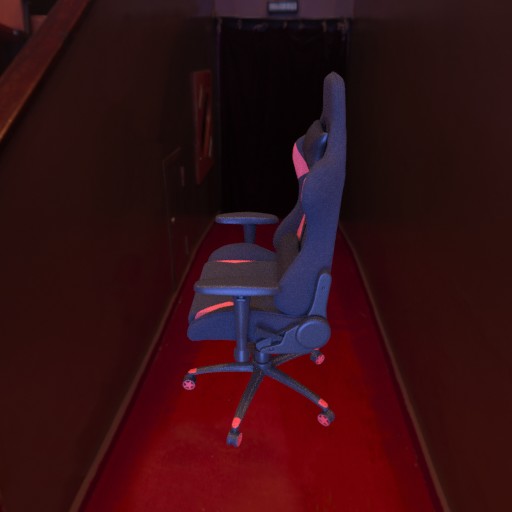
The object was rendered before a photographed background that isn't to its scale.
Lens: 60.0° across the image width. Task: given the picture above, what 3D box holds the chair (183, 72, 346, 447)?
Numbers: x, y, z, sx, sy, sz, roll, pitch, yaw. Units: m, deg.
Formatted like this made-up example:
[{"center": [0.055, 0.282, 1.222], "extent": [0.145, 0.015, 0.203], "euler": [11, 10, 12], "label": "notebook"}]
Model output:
[{"center": [0.000, 0.000, 1.728], "extent": [0.658, 1.326, 0.695], "euler": [1, 25, 2], "label": "chair"}]
